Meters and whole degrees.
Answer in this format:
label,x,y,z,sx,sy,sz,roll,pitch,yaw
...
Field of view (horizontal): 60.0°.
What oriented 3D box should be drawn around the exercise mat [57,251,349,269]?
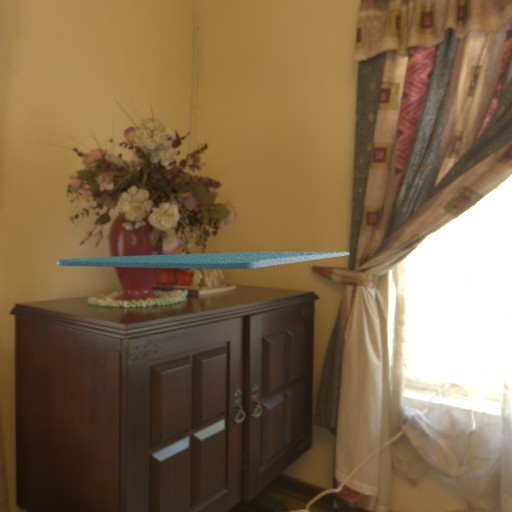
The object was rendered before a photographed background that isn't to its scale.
label,x,y,z,sx,sy,sz,roll,pitch,yaw
exercise mat,0.000,0.000,2.050,0.616,0.021,1.869,0,1,20
